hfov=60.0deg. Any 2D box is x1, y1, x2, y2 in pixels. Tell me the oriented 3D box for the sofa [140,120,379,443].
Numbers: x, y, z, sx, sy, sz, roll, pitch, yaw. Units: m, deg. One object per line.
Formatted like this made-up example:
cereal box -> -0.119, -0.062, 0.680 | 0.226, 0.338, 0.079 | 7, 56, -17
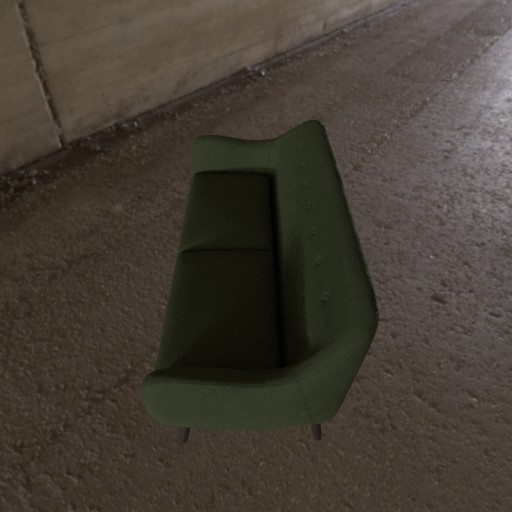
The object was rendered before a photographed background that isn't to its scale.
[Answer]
sofa -> 0.000, 0.000, 2.262 | 0.820, 0.836, 1.840 | 0, 41, 0
